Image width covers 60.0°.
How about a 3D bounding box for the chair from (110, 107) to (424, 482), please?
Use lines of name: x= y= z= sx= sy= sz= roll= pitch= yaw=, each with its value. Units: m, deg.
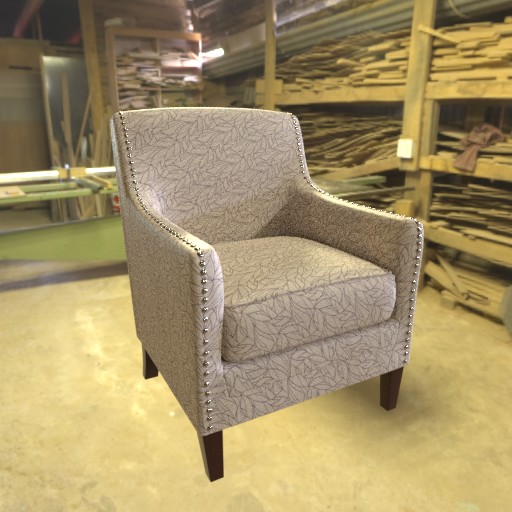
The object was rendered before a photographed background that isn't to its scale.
chair: x=0.000 y=0.000 z=1.263 sx=0.623 sy=0.816 sz=0.651 roll=-9 pitch=19 yaw=-27
